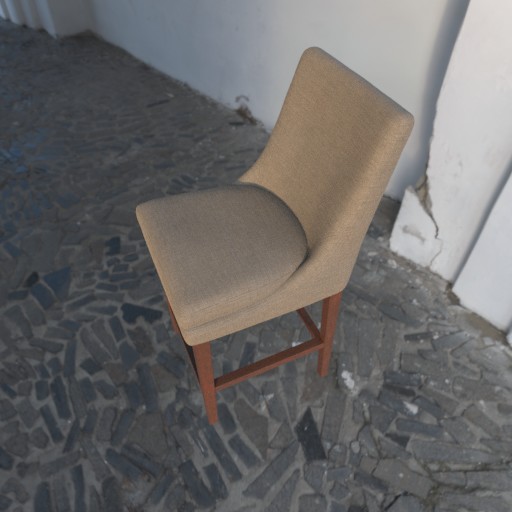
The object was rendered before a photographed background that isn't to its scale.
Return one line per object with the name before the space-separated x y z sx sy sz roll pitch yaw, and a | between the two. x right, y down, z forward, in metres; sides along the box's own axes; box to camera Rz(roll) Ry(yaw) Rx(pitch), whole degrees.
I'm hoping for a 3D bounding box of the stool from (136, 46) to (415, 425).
stool | 0.000 0.000 1.299 0.577 0.981 0.470 -18 49 -16
